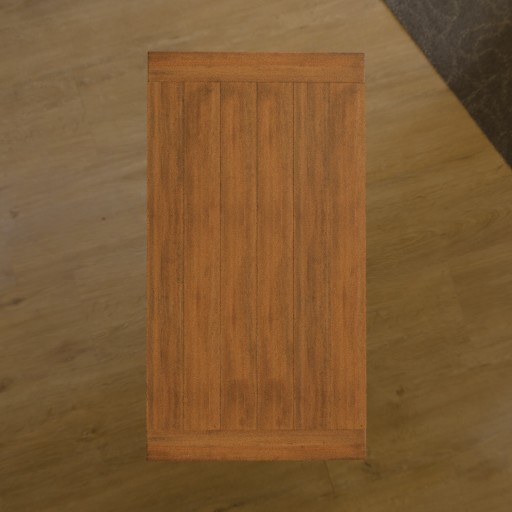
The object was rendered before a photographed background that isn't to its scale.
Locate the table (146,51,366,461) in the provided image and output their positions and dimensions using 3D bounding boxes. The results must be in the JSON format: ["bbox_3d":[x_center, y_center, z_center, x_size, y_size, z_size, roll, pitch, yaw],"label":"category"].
[{"bbox_3d":[0.000,0.000,1.620,0.693,0.494,1.270,0,89,-1],"label":"table"}]
